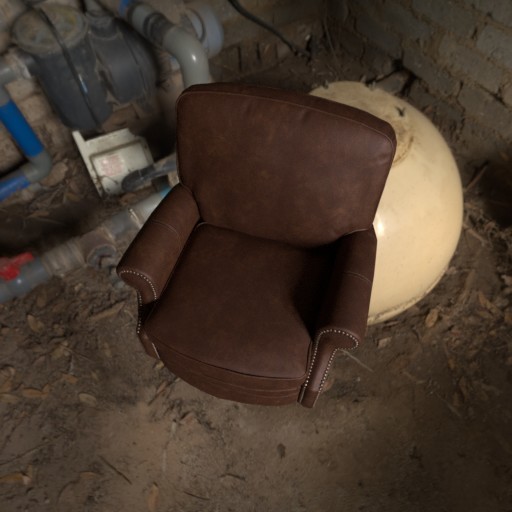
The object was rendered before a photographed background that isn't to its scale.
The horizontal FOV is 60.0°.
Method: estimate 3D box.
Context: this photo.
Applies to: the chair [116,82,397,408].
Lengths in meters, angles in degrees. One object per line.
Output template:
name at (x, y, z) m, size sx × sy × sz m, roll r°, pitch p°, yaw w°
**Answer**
chair at (0.000, 0.000, 1.777) m, size 0.936 × 1.018 × 0.986 m, roll 15°, pitch 58°, yaw 9°
